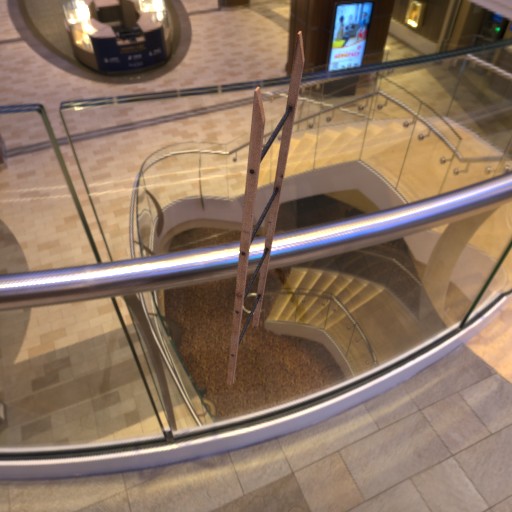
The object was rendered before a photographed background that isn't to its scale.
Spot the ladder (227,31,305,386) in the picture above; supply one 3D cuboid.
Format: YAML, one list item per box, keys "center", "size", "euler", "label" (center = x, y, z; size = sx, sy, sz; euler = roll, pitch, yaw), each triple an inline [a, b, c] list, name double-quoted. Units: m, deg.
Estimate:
- center: [0.000, 0.000, 2.008]
  size: [0.200, 1.805, 0.442]
  euler: [15, 49, 13]
  label: "ladder"
